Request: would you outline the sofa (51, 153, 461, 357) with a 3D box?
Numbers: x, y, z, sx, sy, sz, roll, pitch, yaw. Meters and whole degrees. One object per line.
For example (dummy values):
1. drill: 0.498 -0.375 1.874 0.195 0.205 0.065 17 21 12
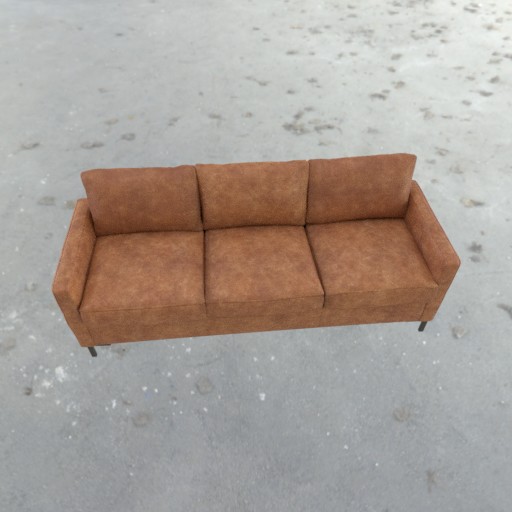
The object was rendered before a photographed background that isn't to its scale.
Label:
1. sofa: 0.000 0.000 2.491 2.029 0.863 0.748 -4 46 -4
